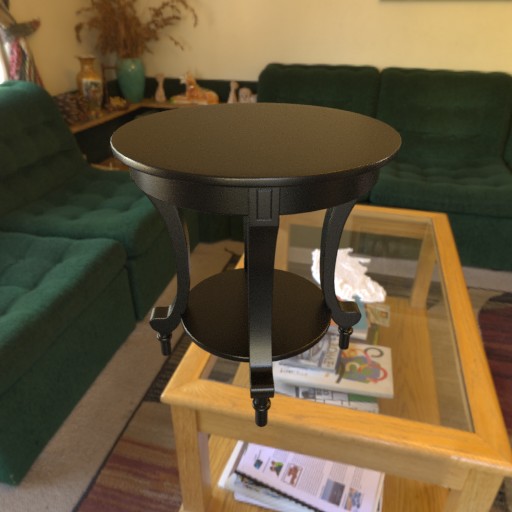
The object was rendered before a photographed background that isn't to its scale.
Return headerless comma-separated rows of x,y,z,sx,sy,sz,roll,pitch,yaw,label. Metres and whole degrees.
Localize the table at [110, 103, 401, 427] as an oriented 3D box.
0.000,0.000,1.096,0.597,0.618,0.597,0,30,0,table
